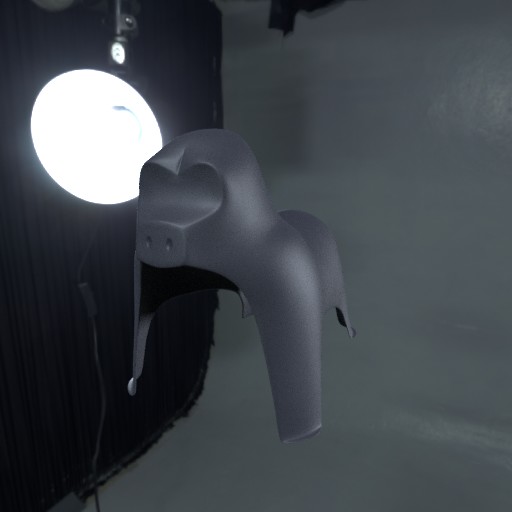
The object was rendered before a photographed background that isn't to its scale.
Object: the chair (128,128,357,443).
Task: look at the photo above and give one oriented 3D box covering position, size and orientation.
[{"bbox_3d":[0.000,0.000,1.111,0.490,0.600,0.758,7,15,26],"label":"chair"}]
